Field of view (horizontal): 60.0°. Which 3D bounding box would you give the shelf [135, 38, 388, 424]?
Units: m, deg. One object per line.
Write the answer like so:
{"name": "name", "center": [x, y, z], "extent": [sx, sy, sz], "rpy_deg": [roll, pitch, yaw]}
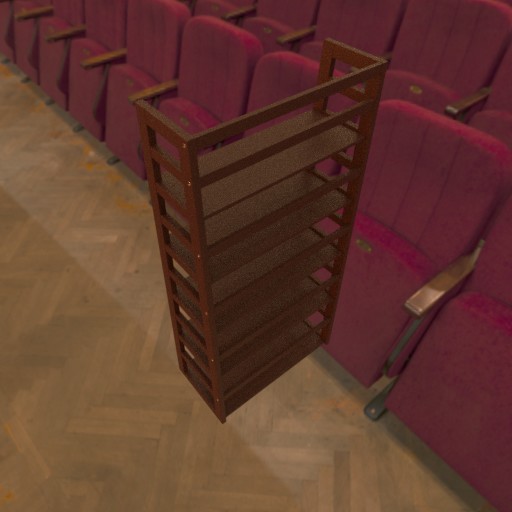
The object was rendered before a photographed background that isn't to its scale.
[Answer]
{"name": "shelf", "center": [0.000, 0.000, 1.923], "extent": [0.763, 1.600, 0.403], "rpy_deg": [-30, 53, -26]}
